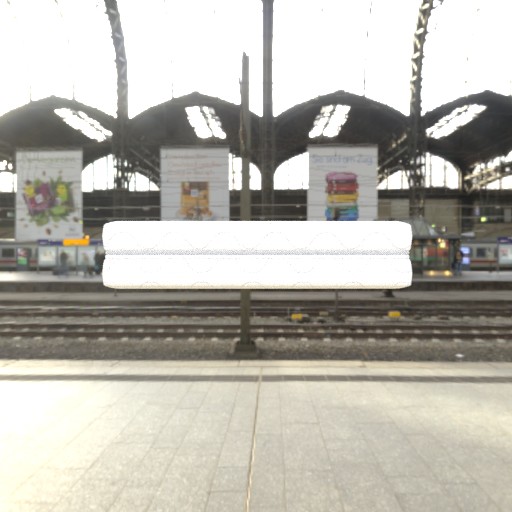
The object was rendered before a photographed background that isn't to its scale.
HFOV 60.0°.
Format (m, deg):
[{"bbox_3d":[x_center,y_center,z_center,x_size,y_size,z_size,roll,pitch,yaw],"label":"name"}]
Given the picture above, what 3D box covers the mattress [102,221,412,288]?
[{"bbox_3d":[0.000,0.000,2.227,0.900,0.200,1.900,0,0,0],"label":"mattress"}]
